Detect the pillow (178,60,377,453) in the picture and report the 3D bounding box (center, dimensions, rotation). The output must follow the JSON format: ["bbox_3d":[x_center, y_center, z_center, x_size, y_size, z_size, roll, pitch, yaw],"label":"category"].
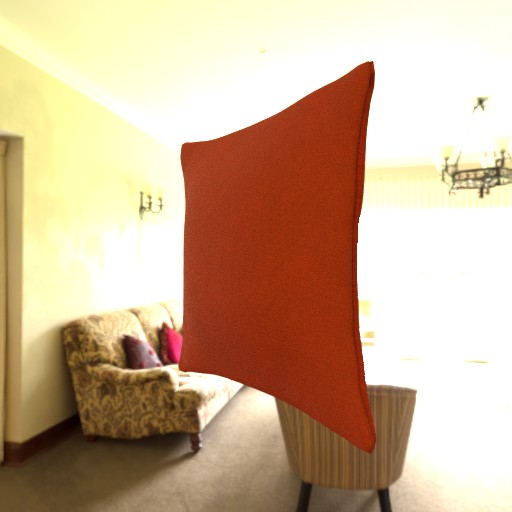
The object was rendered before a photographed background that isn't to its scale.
[{"bbox_3d":[0.000,0.000,0.643,0.151,0.416,0.435,0,-1,-37],"label":"pillow"}]
